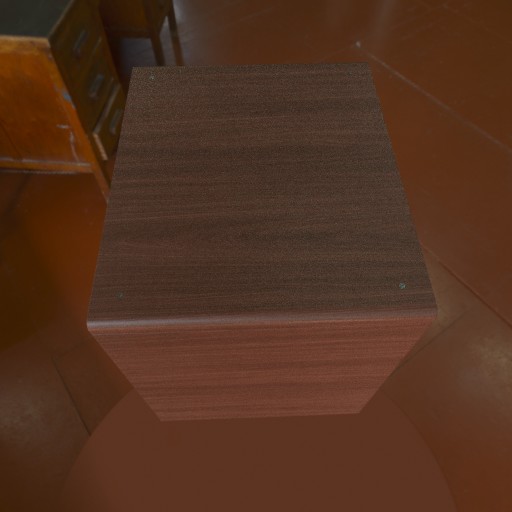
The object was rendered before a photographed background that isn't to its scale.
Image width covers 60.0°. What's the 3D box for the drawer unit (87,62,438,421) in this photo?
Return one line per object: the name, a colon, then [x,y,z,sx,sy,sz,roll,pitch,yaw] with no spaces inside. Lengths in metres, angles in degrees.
drawer unit: [0.000,0.000,0.604,0.290,0.351,0.349,-2,58,-1]
